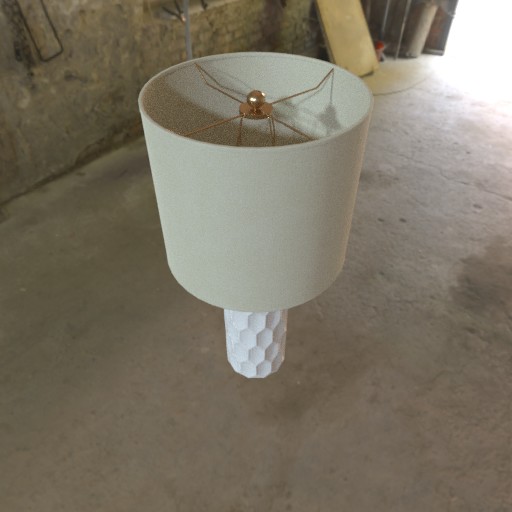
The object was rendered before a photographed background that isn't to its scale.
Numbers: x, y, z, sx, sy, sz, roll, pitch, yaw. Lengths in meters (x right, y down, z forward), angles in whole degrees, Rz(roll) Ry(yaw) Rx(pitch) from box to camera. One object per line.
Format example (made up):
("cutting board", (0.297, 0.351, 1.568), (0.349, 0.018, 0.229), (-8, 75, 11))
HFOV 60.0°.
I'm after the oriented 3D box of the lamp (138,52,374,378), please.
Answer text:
("lamp", (0.000, 0.000, 0.712), (0.277, 0.537, 0.277), (-1, 43, -1))
